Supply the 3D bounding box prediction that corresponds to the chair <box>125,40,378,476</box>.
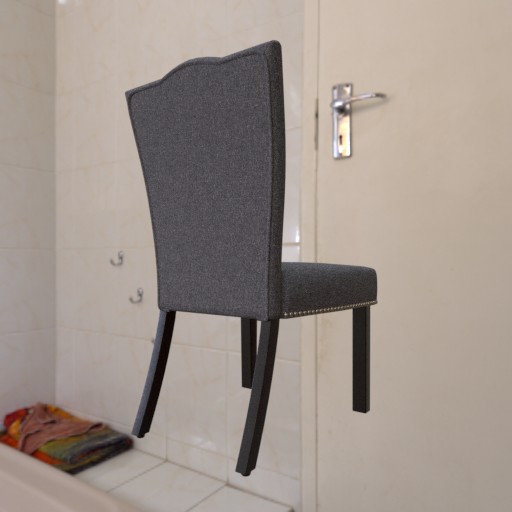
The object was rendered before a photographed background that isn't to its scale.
[{"bbox_3d":[0.000,0.000,1.280,0.518,0.946,0.589,0,-1,36],"label":"chair"}]
